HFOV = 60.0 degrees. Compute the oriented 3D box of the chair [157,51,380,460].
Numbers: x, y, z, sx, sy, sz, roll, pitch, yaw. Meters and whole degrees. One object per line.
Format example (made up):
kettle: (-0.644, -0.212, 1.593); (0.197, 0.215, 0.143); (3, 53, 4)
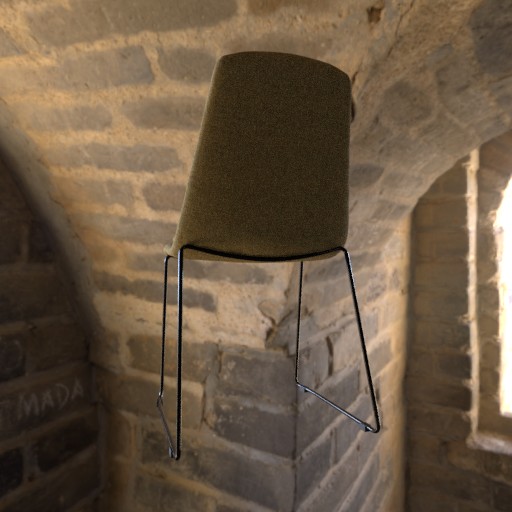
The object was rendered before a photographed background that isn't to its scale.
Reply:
chair: (0.000, 0.000, 1.158); (0.479, 0.849, 0.496); (0, -1, -18)
